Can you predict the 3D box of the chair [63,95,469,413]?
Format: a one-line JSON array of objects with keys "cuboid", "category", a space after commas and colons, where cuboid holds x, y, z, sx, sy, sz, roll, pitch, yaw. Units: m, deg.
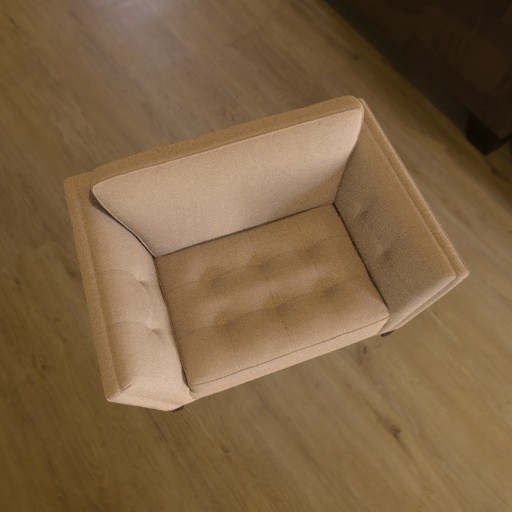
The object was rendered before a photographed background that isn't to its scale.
[{"cuboid": [0.000, 0.000, 2.039, 1.397, 0.940, 0.965, -18, 66, -8], "category": "chair"}]
